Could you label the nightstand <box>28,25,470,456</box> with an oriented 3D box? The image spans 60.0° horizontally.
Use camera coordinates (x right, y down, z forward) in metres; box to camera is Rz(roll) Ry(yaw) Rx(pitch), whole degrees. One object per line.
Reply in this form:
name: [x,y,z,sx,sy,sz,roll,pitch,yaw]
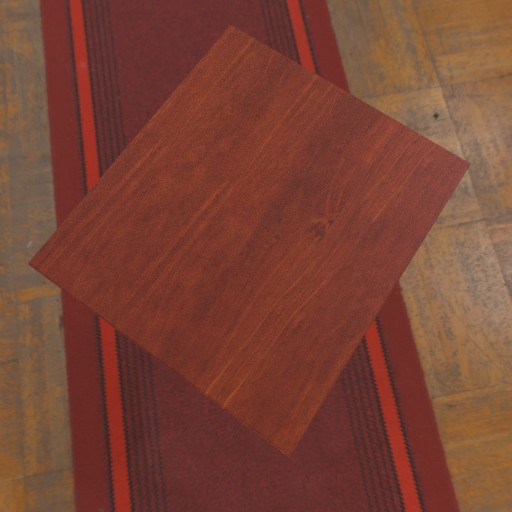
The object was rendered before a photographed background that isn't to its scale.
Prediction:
nightstand: [0.000,0.000,0.996,0.501,0.558,0.558,34,78,8]
